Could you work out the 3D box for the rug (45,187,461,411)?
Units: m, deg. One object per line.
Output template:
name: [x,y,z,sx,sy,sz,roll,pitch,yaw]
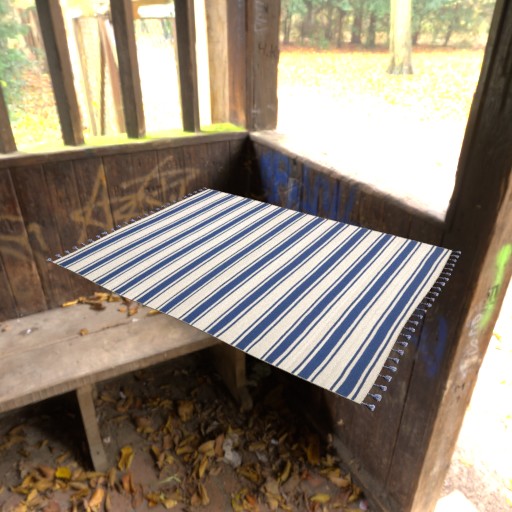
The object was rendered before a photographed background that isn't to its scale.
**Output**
rug: [0.000,0.000,4.440,3.416,0.016,2.471,18,34,29]
